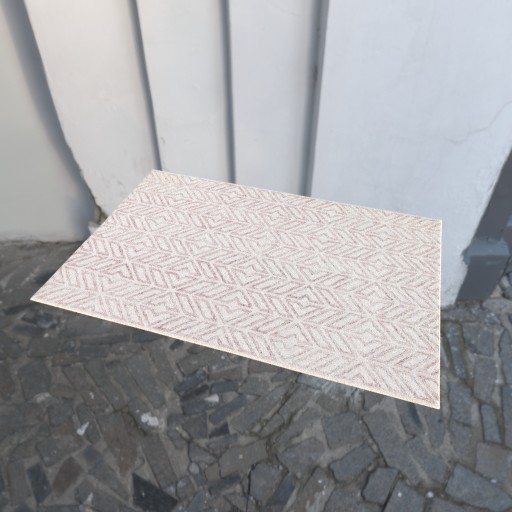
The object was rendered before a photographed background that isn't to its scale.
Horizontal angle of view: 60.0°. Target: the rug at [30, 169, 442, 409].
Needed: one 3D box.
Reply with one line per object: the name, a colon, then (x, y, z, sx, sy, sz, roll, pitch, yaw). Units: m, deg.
rug: (0.000, 0.000, 2.296, 1.828, 0.007, 1.220, 12, 43, 13)
